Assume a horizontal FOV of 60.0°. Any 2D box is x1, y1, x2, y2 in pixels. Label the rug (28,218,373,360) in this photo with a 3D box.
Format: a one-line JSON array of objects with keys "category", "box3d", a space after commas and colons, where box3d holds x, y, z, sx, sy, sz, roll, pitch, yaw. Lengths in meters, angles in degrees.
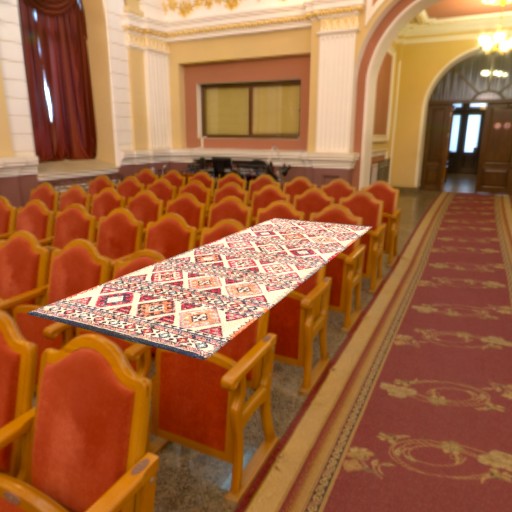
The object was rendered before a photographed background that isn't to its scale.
[{"category": "rug", "box3d": [0.000, 0.000, 2.574, 0.832, 0.008, 2.362, 7, 17, 26]}]
